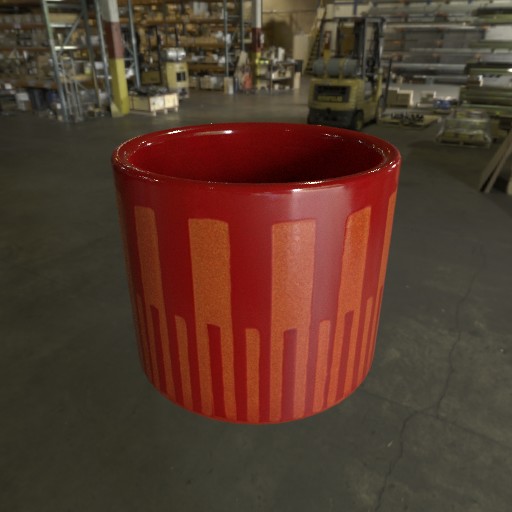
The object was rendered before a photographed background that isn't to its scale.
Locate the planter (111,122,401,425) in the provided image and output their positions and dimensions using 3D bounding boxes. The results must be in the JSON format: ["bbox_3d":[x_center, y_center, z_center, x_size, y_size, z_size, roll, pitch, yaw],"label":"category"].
[{"bbox_3d":[0.000,0.000,0.406,0.230,0.202,0.230,0,26,0],"label":"planter"}]
